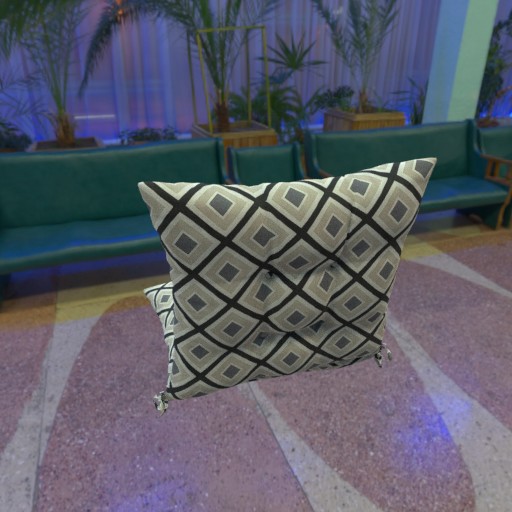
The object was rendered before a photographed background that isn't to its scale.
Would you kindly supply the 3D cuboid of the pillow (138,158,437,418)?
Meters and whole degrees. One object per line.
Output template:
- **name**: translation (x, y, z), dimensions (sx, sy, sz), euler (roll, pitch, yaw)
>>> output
- **pillow**: translation (0.000, 0.000, 1.018), dimensions (0.541, 0.536, 0.585), euler (-8, 27, -16)
